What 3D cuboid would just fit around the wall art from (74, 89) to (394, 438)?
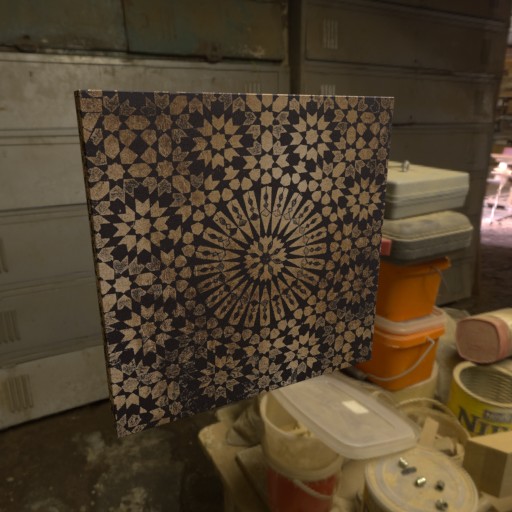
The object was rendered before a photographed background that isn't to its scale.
[{"bbox_3d":[0.000,0.000,0.591,0.405,0.405,0.038,-9,20,-26],"label":"wall art"}]
